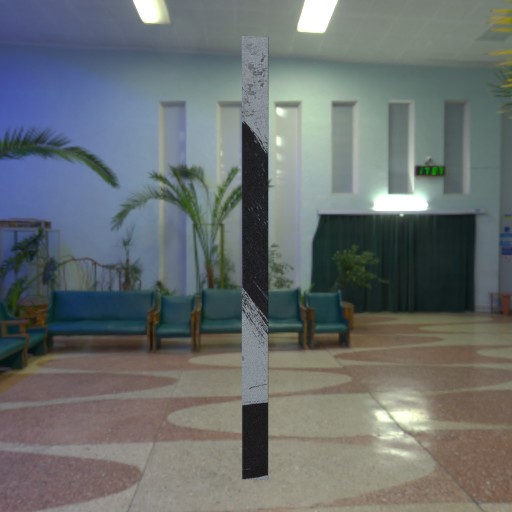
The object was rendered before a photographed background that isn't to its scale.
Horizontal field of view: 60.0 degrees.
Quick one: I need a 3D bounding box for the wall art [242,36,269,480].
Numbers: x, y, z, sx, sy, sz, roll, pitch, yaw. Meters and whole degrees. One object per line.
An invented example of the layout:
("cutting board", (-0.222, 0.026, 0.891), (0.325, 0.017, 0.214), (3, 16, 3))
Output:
("wall art", (0.000, 0.000, 1.145), (0.046, 0.765, 0.765), (0, 1, 0))
